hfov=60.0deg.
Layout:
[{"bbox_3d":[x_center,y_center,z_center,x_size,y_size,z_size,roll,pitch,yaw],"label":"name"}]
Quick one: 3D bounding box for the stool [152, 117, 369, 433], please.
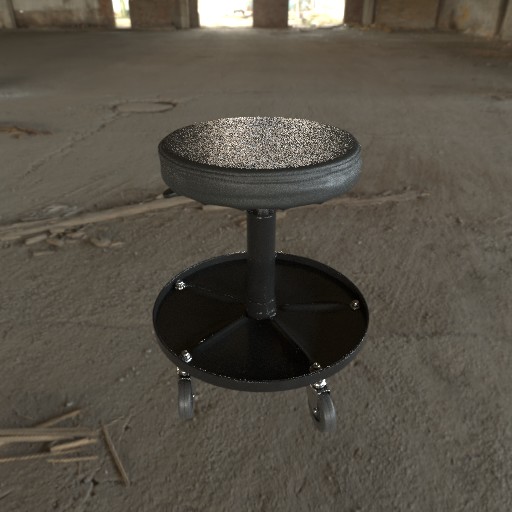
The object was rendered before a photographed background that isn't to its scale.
[{"bbox_3d":[0.000,0.000,0.685,0.382,0.365,0.381,1,30,2],"label":"stool"}]
